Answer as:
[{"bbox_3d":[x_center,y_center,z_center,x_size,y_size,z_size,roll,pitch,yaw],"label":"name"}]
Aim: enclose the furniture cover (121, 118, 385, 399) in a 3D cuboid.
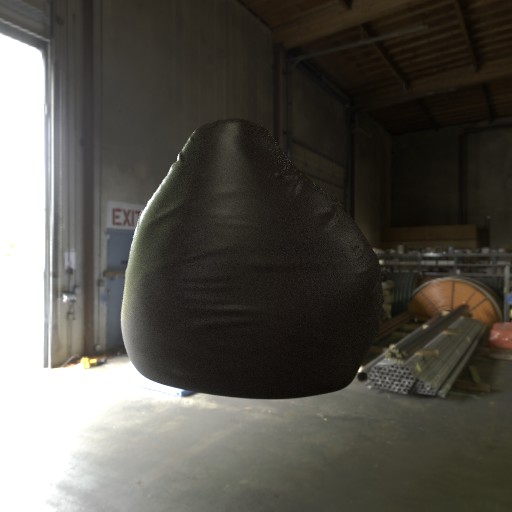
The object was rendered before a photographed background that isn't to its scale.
[{"bbox_3d":[0.000,0.000,1.941,1.070,0.990,1.070,0,0,18],"label":"furniture cover"}]
